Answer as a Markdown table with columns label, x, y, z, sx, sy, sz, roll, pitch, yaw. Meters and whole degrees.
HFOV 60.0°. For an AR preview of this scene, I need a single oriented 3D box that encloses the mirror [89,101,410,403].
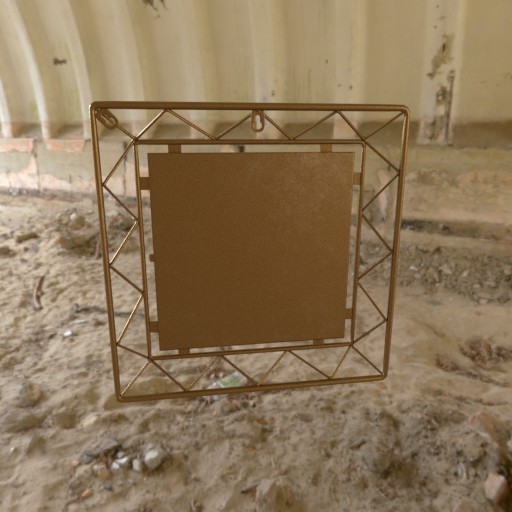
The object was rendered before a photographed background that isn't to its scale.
| label | x | y | z | sx | sy | sz | roll | pitch | yaw |
| --- | --- | --- | --- | --- | --- | --- | --- | --- | --- |
| mirror | 0.000 | 0.000 | 0.635 | 0.416 | 0.414 | 0.046 | -2 | 15 | -9 |
